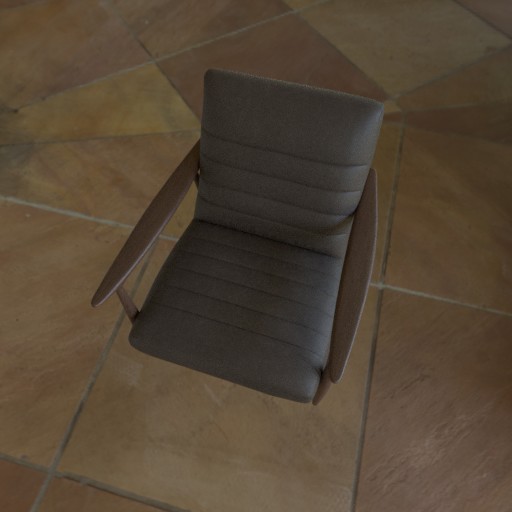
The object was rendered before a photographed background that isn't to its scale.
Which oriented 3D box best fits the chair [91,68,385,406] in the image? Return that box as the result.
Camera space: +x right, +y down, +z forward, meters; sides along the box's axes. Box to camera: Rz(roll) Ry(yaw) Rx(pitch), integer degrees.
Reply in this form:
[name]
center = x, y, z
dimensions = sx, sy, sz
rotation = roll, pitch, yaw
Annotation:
[chair]
center = 0.000, 0.000, 1.492
dimensions = 0.741, 0.831, 0.798
rotation = 16, 60, 9
